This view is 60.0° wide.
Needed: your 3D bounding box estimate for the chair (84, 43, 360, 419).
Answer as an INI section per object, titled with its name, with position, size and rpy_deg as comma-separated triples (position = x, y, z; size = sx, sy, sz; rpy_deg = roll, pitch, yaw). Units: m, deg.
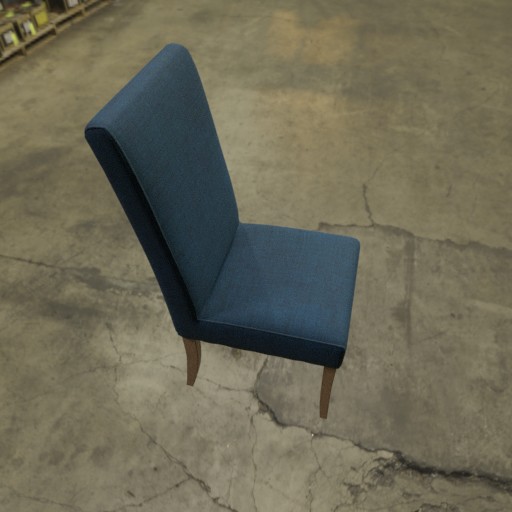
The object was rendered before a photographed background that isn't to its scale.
[chair]
position = 0.000, 0.000, 1.324
size = 0.610, 1.029, 0.450
rpy_deg = 11, 47, 10
